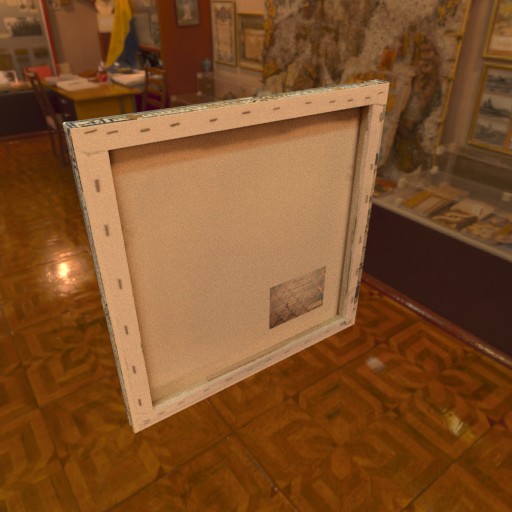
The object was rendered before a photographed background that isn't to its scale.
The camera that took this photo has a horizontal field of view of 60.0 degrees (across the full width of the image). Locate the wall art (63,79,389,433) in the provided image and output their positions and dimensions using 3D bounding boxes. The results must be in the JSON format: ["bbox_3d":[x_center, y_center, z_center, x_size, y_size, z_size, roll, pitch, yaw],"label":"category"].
[{"bbox_3d":[0.000,0.000,0.889,0.609,0.607,0.036,-19,36,-29],"label":"wall art"}]
